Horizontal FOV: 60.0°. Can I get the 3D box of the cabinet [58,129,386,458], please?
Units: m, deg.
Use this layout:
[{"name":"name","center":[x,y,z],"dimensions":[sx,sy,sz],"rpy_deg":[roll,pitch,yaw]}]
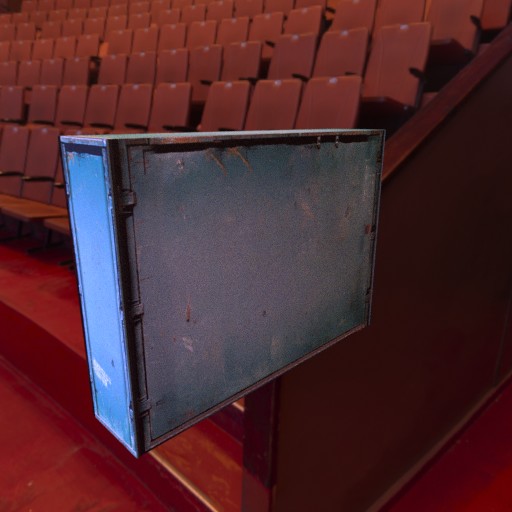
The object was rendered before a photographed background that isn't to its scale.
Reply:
[{"name":"cabinet","center":[0.000,0.000,4.012],"dimensions":[3.001,2.160,0.680],"rpy_deg":[-16,24,-42]}]
